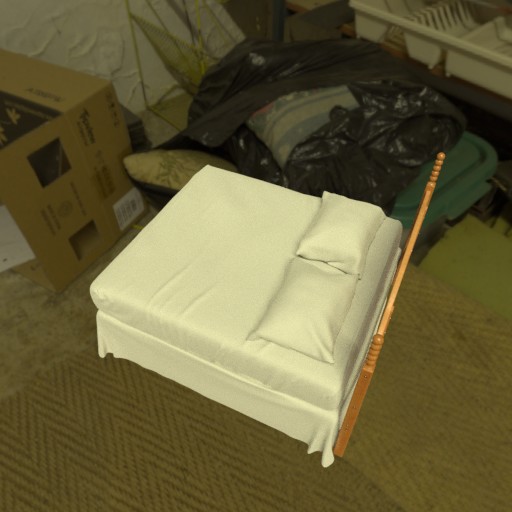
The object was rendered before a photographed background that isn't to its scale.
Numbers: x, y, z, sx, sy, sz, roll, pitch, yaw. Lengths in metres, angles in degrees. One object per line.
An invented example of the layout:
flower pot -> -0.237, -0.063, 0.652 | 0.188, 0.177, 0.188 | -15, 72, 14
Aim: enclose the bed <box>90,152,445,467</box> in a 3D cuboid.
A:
bed -> 0.000, 0.000, 3.227 | 2.040, 1.356, 1.873 | 19, 49, 18
